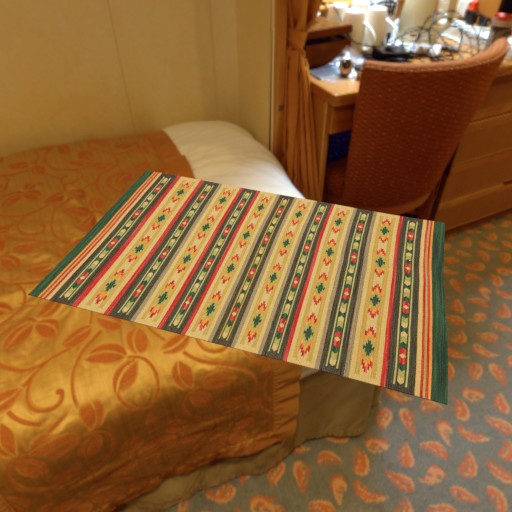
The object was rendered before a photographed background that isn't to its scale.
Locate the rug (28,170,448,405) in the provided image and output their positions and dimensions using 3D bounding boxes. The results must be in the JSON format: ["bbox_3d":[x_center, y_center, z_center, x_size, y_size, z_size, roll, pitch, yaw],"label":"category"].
[{"bbox_3d":[0.000,0.000,2.977,2.447,0.011,1.520,12,43,13],"label":"rug"}]
